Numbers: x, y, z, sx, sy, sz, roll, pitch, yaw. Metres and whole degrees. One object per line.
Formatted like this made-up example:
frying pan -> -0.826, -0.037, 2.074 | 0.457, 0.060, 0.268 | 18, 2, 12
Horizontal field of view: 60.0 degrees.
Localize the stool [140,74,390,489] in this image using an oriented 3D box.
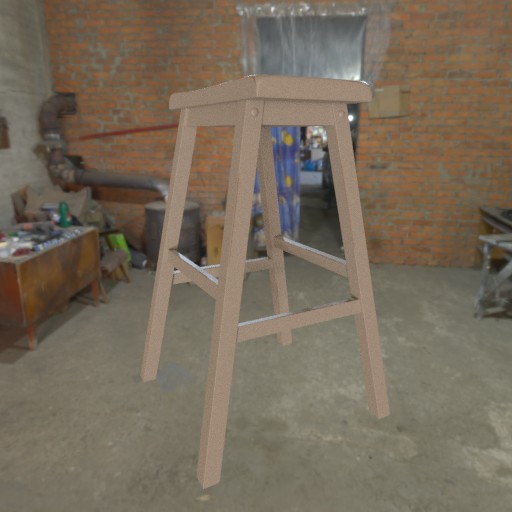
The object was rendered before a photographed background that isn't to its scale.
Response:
stool -> 0.000, 0.000, 1.038 | 0.476, 0.737, 0.457 | -8, 18, -27
